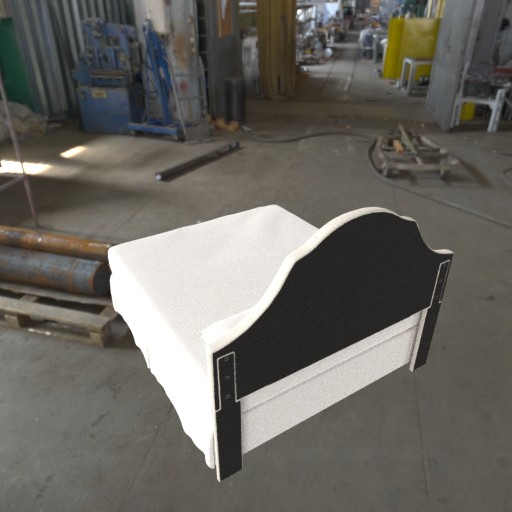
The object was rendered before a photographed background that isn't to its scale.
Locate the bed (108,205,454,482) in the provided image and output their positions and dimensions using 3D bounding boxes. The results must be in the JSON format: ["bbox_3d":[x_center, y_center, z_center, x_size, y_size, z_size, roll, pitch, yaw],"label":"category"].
[{"bbox_3d":[0.000,0.000,3.648,2.008,1.615,2.214,-18,34,-28],"label":"bed"}]
